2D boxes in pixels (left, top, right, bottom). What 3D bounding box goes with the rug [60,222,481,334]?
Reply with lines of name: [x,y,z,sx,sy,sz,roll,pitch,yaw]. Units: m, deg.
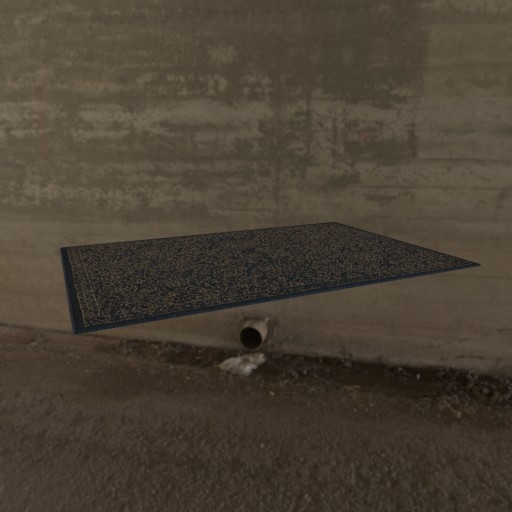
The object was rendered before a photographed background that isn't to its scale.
rug: [0.000,0.000,2.290,1.829,0.010,1.219,-7,17,-24]
